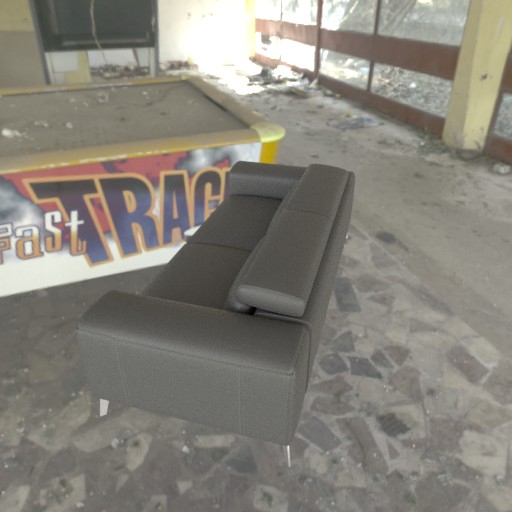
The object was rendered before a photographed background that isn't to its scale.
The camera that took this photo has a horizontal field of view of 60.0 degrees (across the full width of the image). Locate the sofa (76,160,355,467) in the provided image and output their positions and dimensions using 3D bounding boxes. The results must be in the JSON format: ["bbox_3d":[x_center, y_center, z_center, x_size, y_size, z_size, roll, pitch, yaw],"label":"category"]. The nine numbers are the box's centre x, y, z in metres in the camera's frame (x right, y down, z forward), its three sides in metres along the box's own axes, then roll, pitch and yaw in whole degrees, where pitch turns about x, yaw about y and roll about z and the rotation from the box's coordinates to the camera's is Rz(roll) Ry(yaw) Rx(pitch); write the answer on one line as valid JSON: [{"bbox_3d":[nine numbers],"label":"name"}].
[{"bbox_3d":[0.000,0.000,2.861,1.023,0.759,2.321,9,32,14],"label":"sofa"}]
